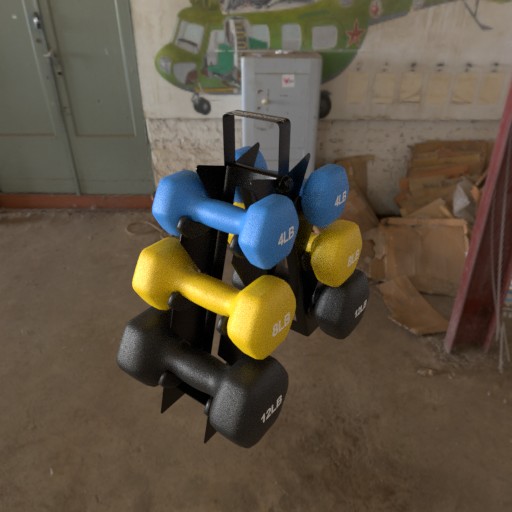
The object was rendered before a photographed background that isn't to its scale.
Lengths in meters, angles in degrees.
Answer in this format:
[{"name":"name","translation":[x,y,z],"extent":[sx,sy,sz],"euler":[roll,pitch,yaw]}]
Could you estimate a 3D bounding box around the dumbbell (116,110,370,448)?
[{"name":"dumbbell","translation":[0.000,0.000,0.687],"extent":[0.255,0.426,0.409],"euler":[21,36,31]}]
